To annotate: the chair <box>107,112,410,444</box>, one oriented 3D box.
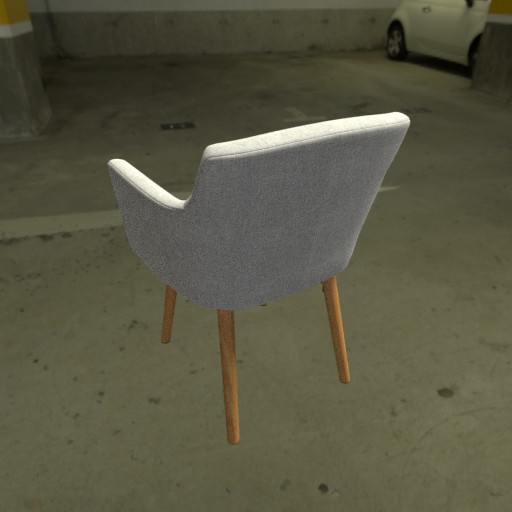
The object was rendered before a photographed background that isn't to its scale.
[{"bbox_3d":[0.000,0.000,1.147,0.570,0.780,0.540,-18,35,-27],"label":"chair"}]
